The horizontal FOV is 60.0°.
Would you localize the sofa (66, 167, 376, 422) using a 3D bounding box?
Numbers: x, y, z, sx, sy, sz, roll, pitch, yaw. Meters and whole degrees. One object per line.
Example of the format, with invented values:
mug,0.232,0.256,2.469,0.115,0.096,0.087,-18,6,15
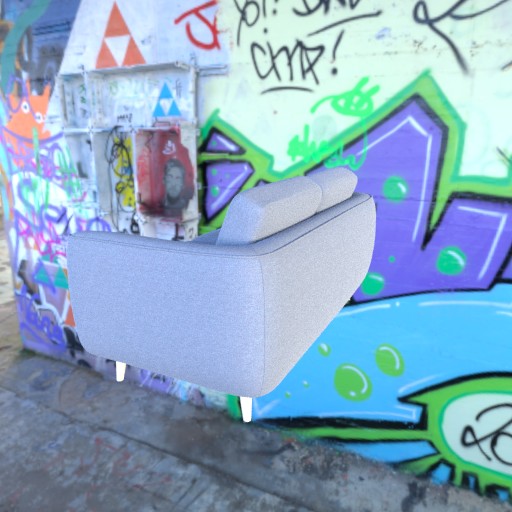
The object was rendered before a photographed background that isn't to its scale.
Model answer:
sofa,0.000,0.000,2.271,0.920,0.850,1.700,8,17,26
